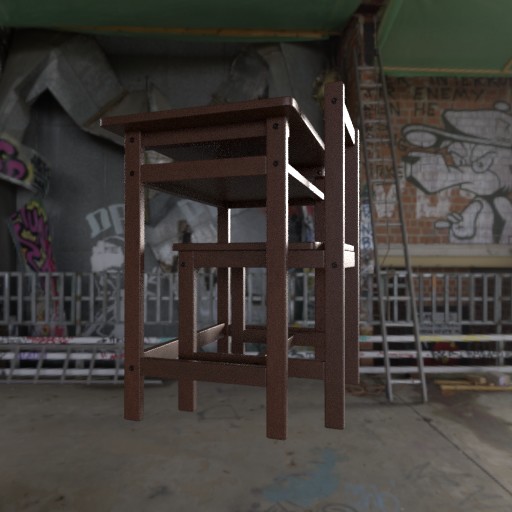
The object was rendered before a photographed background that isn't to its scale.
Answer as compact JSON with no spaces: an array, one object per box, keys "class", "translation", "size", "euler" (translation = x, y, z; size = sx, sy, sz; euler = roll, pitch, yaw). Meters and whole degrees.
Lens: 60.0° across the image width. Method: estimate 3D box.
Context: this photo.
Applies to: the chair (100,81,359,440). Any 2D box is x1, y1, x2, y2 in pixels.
[{"class":"chair","translation":[0.000,0.000,1.082],"size":[0.463,0.673,0.599],"euler":[0,0,18]}]
